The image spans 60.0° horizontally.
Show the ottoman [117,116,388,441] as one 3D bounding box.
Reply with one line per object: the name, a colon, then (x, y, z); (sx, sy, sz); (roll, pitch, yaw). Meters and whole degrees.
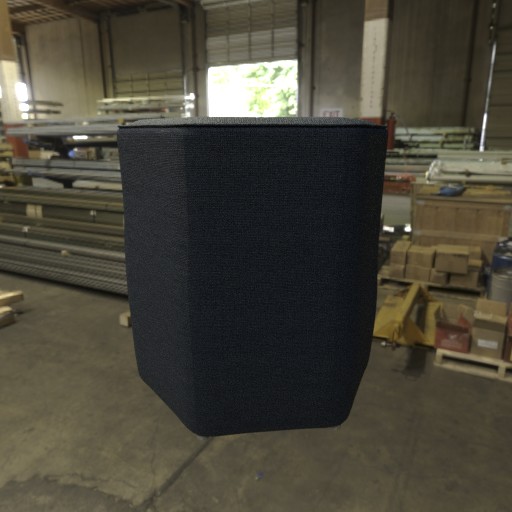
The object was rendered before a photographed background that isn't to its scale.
ottoman: (0.000, 0.000, 0.859); (0.454, 0.505, 0.492); (8, 17, 26)
